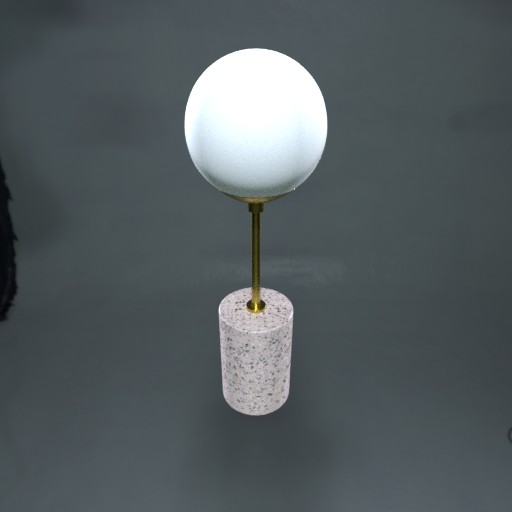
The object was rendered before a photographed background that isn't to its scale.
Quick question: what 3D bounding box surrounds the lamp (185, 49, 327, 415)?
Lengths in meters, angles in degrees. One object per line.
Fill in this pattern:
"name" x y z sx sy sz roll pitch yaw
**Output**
"lamp" 0.000 0.000 0.565 0.153 0.480 0.153 0 31 0
